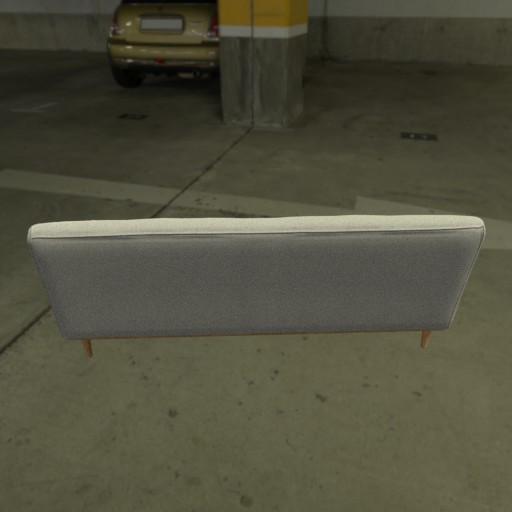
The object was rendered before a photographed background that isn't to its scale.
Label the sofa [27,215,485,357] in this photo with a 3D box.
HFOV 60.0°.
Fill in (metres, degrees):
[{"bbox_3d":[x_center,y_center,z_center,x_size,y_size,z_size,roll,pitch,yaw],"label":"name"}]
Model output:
[{"bbox_3d":[0.000,0.000,2.508,2.057,0.871,0.978,-1,30,-2],"label":"sofa"}]
